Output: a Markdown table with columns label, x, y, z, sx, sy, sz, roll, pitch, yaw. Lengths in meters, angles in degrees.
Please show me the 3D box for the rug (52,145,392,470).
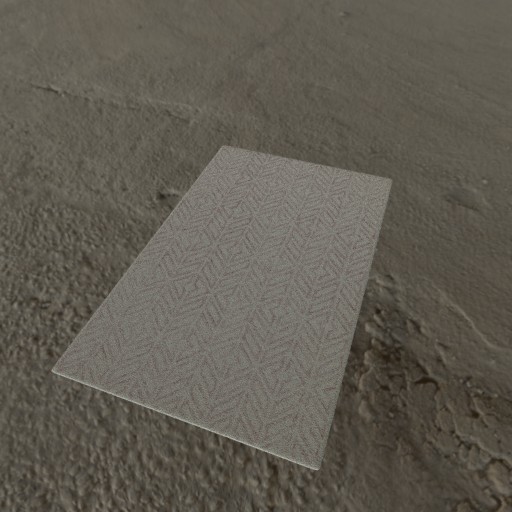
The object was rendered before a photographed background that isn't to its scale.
| label | x | y | z | sx | sy | sz | roll | pitch | yaw |
| --- | --- | --- | --- | --- | --- | --- | --- | --- | --- |
| rug | 0.000 | 0.000 | 3.057 | 1.523 | 0.008 | 2.438 | 15 | 48 | 14 |
